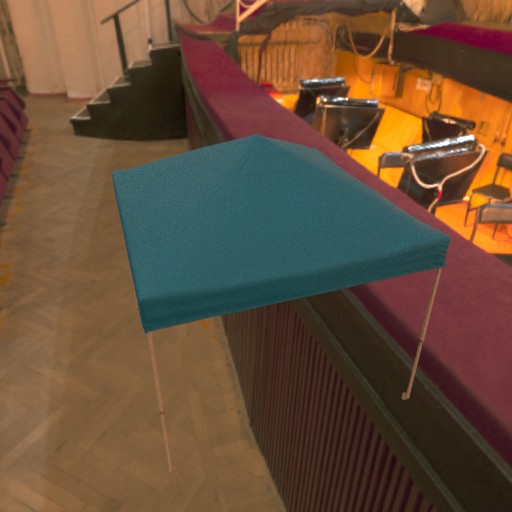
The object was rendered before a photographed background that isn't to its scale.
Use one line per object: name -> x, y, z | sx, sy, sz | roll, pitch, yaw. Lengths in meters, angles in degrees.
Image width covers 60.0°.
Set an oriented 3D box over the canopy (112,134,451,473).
canopy -> 0.000, 0.000, 5.448 | 2.996, 2.997, 2.998 | -10, 33, -17
